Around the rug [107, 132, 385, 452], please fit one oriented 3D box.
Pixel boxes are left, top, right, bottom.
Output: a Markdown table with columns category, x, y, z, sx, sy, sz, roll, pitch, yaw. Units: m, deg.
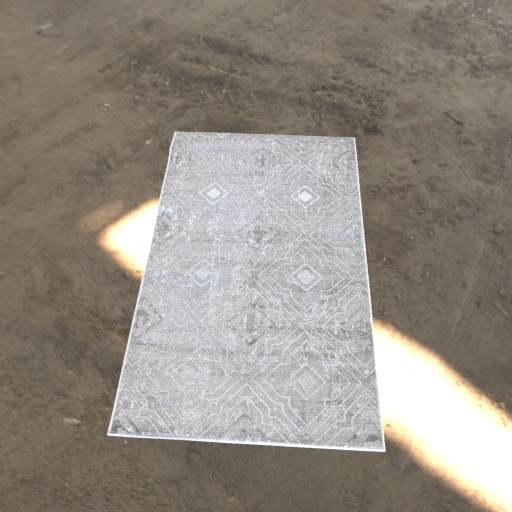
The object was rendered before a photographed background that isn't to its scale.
| category | x | y | z | sx | sy | sz | roll | pitch | yaw |
| --- | --- | --- | --- | --- | --- | --- | --- | --- | --- |
| rug | 0.000 | 0.000 | 3.086 | 1.537 | 0.036 | 2.447 | 3 | 57 | 2 |
